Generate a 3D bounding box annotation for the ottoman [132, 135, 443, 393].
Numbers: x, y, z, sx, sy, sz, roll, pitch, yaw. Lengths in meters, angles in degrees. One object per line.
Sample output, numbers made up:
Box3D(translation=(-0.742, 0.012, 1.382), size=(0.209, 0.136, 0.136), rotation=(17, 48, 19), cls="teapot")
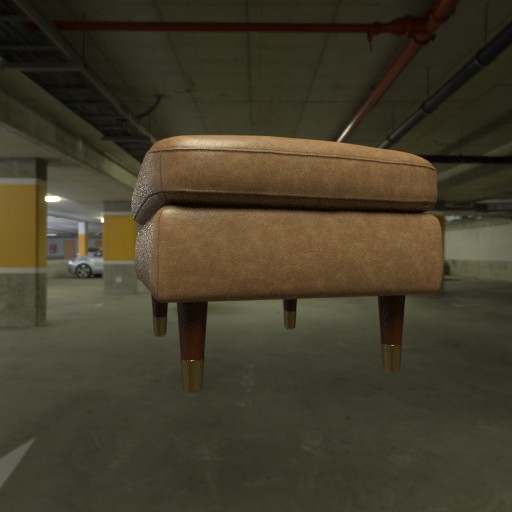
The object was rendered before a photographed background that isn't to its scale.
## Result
Box3D(translation=(0.000, 0.000, 1.126), size=(0.593, 0.478, 0.747), rotation=(0, 0, -18), cls="ottoman")
